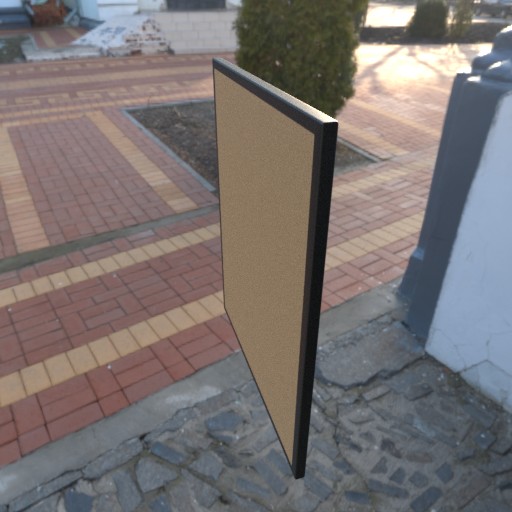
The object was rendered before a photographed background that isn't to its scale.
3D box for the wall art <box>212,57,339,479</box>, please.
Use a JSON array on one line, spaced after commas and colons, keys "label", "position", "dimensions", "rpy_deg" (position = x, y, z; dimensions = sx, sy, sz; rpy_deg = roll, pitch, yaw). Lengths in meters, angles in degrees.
[{"label": "wall art", "position": [0.000, 0.000, 0.776], "dimensions": [0.018, 0.582, 0.481], "rpy_deg": [-9, 33, -15]}]
